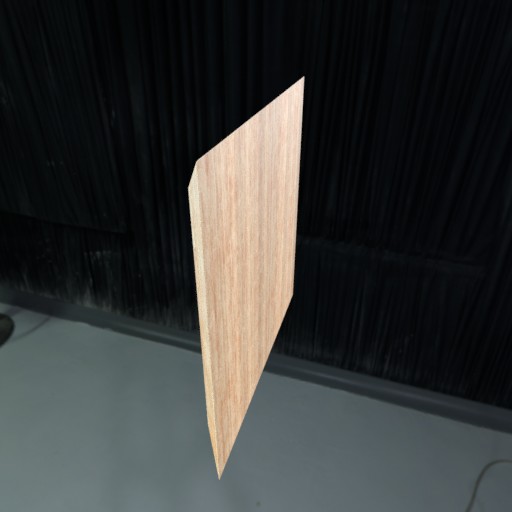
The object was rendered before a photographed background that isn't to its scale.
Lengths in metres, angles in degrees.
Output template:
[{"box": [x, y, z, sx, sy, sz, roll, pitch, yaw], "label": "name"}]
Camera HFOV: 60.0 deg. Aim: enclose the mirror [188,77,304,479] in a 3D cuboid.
[{"box": [0.000, 0.000, 0.981, 0.047, 0.651, 0.651, 9, 32, 14], "label": "mirror"}]
